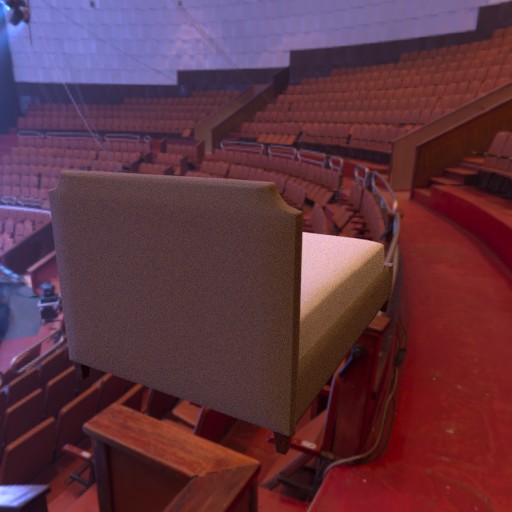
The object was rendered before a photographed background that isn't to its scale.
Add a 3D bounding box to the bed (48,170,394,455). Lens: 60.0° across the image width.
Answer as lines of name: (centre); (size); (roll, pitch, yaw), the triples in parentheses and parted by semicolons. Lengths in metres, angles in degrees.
bed: (0.000, 0.000, 3.497); (1.713, 1.443, 2.372); (8, 18, 28)
